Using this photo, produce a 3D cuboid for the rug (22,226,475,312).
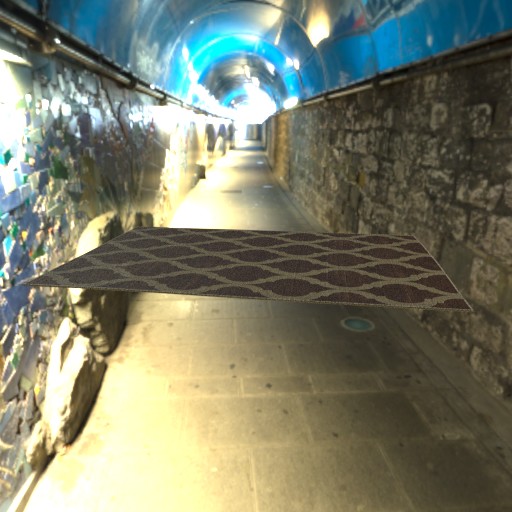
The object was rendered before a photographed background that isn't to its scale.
[{"bbox_3d":[0.000,0.000,2.906,2.284,0.008,1.522,2,16,9],"label":"rug"}]
